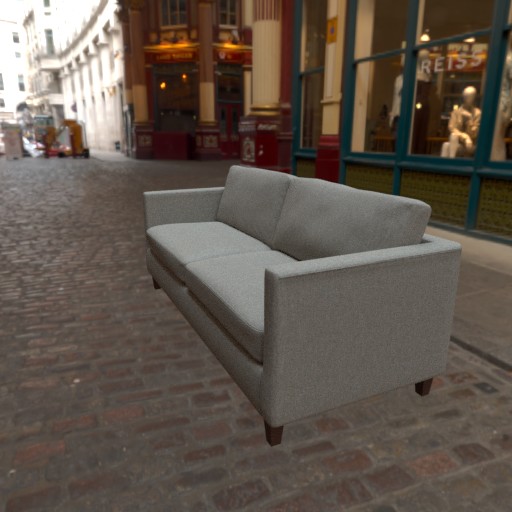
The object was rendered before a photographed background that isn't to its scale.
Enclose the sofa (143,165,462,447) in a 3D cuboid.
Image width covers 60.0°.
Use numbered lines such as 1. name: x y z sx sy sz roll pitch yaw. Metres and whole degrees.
1. sofa: 0.000 0.000 2.721 0.956 0.963 2.208 -8 18 -24
